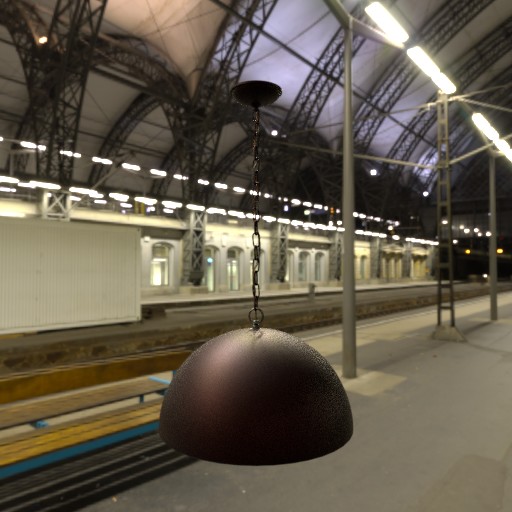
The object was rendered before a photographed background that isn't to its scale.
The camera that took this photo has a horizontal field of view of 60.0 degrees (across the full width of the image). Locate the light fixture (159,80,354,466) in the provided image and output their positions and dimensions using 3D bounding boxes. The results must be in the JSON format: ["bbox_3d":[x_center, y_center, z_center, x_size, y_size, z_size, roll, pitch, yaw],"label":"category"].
[{"bbox_3d":[0.000,0.000,1.157,0.492,0.869,0.492,-1,-2,18],"label":"light fixture"}]
